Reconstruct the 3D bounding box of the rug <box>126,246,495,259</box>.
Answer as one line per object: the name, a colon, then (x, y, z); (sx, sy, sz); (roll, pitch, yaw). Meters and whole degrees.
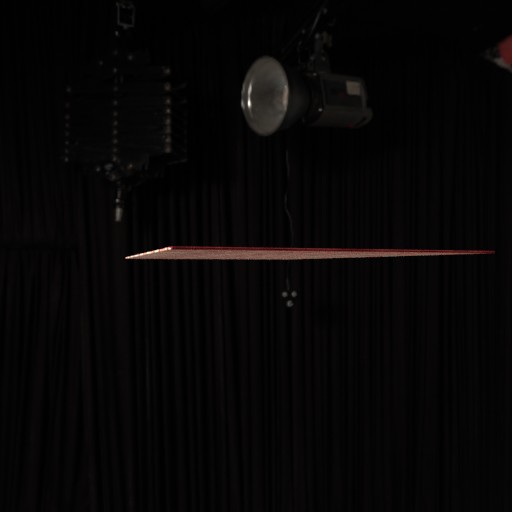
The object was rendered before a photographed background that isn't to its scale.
rug: (0.000, 0.000, 2.981); (1.535, 0.010, 2.431); (0, -1, -20)
